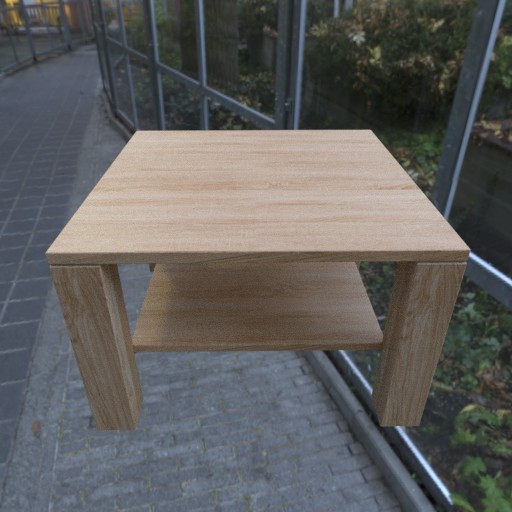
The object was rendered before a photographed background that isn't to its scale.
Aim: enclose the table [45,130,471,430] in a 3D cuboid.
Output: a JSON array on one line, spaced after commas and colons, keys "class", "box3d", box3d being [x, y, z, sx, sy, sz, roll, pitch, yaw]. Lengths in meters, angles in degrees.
[{"class": "table", "box3d": [0.000, 0.000, 1.142, 0.700, 0.450, 0.700, 0, 32, -1]}]
